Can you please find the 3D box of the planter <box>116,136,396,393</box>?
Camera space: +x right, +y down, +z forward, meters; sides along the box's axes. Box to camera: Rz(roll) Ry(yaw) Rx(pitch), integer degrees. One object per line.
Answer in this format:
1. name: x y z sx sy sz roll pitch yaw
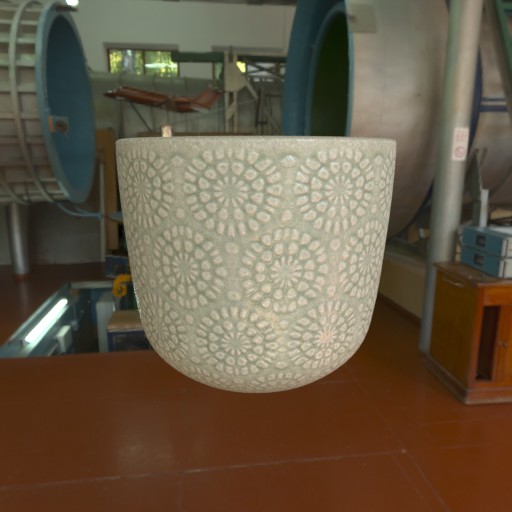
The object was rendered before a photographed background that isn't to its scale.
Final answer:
1. planter: 0.000 0.000 0.216 0.124 0.109 0.124 0 13 0
